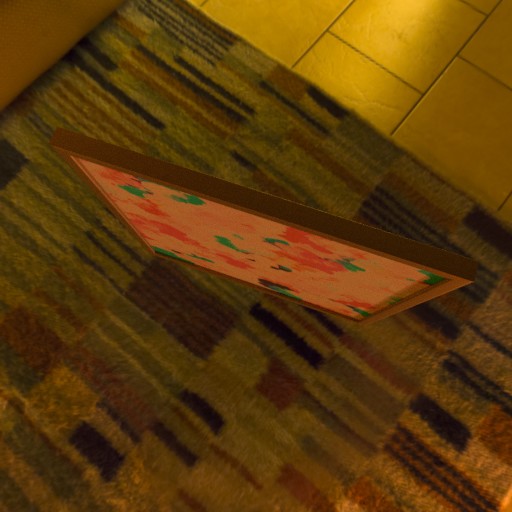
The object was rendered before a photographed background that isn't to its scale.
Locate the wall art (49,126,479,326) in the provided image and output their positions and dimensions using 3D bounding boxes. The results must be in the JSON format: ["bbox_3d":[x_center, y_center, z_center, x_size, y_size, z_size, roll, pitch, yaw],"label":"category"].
[{"bbox_3d":[0.000,0.000,1.130,0.767,0.765,0.036,18,76,5],"label":"wall art"}]
